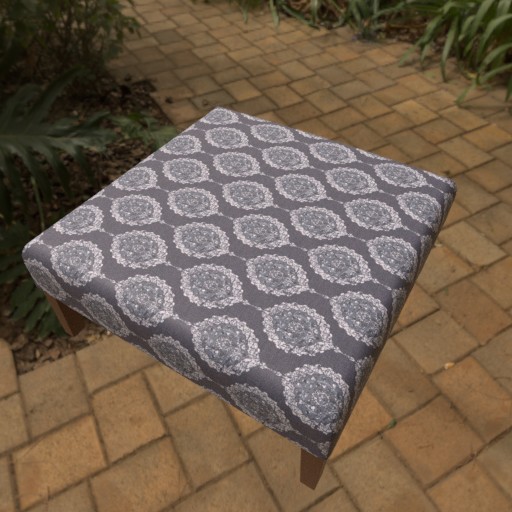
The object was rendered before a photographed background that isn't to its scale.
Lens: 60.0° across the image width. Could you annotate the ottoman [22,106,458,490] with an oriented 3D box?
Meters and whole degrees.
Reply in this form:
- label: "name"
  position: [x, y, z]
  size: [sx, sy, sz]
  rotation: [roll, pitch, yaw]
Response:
- label: "ottoman"
  position: [0.000, 0.000, 1.341]
  size: [0.890, 0.409, 0.889]
  rotation: [24, 51, 21]
